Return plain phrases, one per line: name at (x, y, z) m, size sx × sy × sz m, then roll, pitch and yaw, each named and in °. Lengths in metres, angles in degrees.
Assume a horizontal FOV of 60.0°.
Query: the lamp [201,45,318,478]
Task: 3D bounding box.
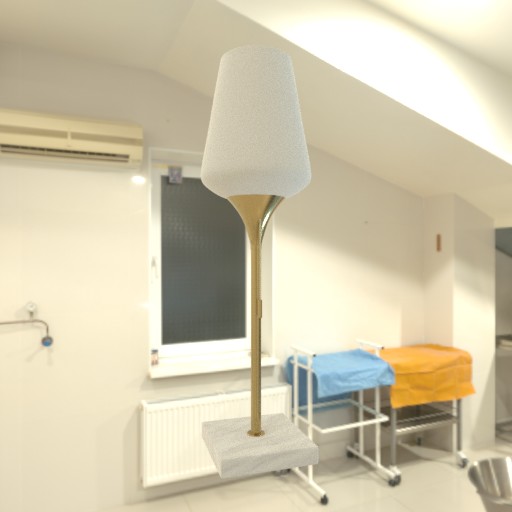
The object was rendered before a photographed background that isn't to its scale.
lamp at (0.000, 0.000, 0.730) m, size 0.181 × 0.639 × 0.181 m, roll 0°, pitch 0°, yaw -17°
